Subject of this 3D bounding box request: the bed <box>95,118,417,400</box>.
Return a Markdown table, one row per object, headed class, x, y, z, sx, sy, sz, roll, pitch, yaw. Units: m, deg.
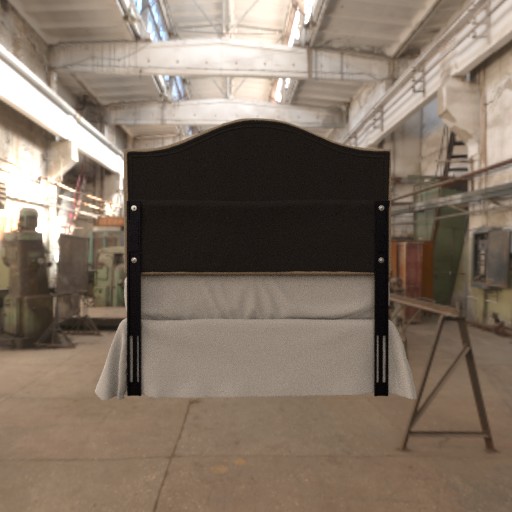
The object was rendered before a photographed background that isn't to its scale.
| class | x | y | z | sx | sy | sz | roll | pitch | yaw |
| --- | --- | --- | --- | --- | --- | --- | --- | --- | --- |
| bed | 0.000 | 0.000 | 3.629 | 1.876 | 1.645 | 2.221 | 0 | 0 | 0 |
